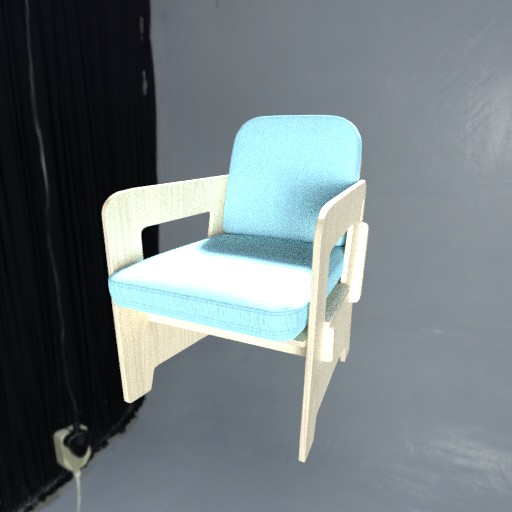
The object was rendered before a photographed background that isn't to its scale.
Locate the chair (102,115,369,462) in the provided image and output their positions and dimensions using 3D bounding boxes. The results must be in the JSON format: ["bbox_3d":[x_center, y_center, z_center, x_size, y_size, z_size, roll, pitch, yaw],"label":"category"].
[{"bbox_3d":[0.000,0.000,1.295,0.590,0.800,0.710,8,18,25],"label":"chair"}]
